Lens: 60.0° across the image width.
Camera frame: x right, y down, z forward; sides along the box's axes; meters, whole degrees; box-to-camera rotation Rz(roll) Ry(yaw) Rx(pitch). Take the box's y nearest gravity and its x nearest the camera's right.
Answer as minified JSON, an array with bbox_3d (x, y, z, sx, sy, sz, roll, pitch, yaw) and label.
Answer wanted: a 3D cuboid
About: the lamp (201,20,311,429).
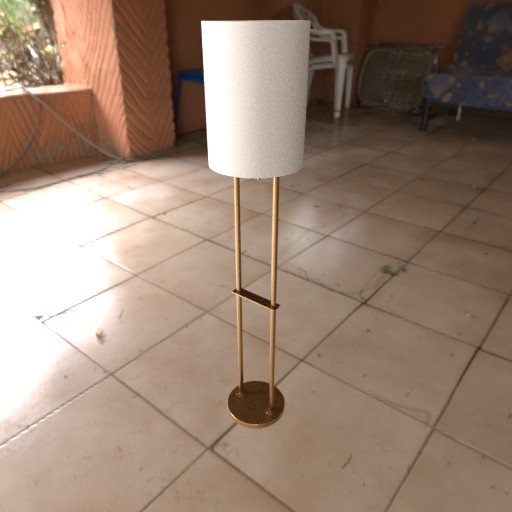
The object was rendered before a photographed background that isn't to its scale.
[{"bbox_3d":[0.000,0.000,1.600,0.306,1.500,0.305,20,34,33],"label":"lamp"}]
